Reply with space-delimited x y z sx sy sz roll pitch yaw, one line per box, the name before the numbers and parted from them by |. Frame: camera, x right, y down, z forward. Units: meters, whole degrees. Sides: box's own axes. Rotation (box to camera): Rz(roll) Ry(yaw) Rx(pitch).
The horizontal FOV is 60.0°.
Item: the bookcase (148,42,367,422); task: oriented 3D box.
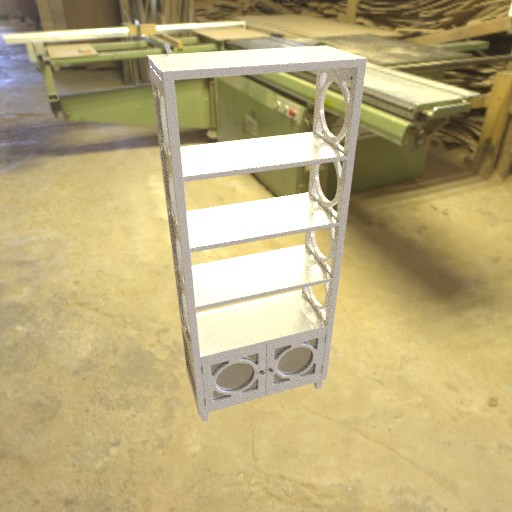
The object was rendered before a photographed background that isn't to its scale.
bookcase | 0.000 0.000 2.154 0.761 1.869 0.361 -11 35 -16
